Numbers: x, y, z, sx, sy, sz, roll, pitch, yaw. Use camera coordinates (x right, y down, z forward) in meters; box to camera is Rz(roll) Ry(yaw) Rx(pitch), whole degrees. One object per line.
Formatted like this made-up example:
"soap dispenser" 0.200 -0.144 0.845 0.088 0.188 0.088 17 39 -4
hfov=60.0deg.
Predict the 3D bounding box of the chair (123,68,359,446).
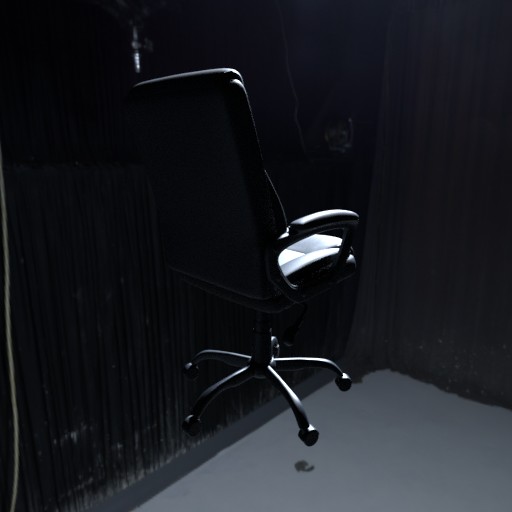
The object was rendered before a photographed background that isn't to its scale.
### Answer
"chair" 0.000 0.000 1.465 0.655 1.072 0.615 -14 20 -42
